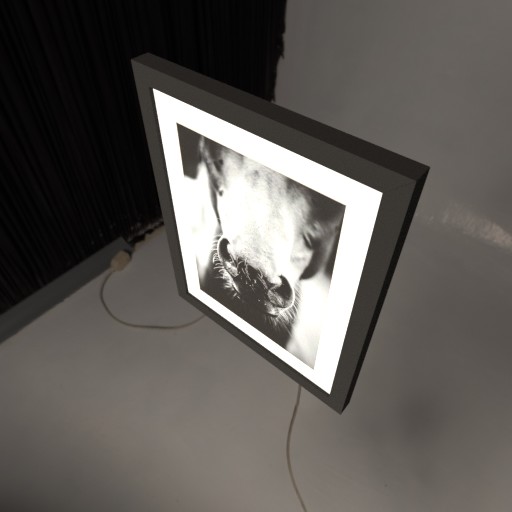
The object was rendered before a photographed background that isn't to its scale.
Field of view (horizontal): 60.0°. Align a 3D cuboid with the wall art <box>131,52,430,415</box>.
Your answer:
[{"bbox_3d":[0.000,0.000,0.552,0.329,0.404,0.024,32,54,26],"label":"wall art"}]
